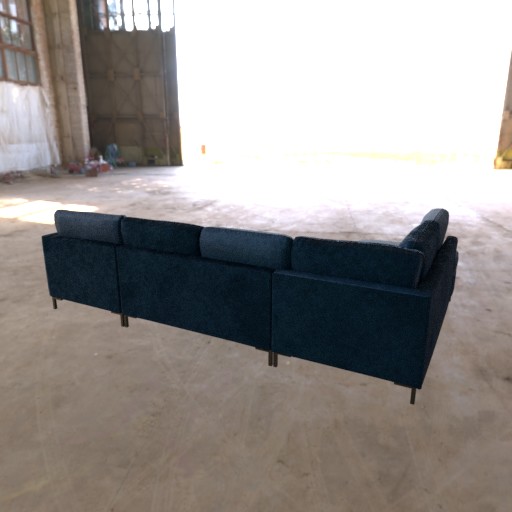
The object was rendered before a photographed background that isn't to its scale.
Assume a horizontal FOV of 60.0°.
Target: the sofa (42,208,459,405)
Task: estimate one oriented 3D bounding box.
[{"bbox_3d":[0.000,0.000,4.247,3.434,0.992,2.055,8,18,27],"label":"sofa"}]
